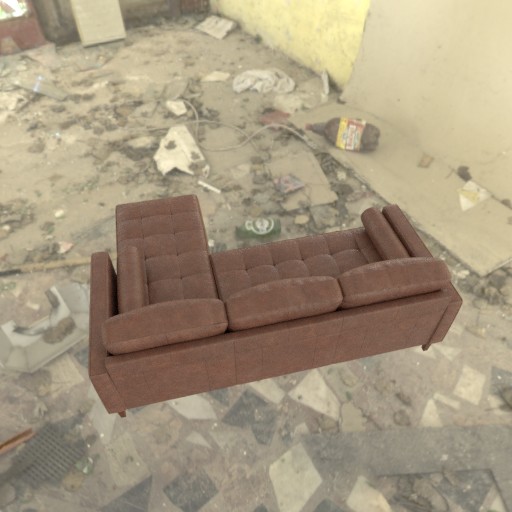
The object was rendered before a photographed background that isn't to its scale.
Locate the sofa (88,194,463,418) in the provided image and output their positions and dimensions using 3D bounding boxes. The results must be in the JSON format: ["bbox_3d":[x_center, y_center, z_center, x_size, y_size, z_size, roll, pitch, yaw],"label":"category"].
[{"bbox_3d":[0.000,0.000,3.100,2.185,0.841,1.613,-10,48,-9],"label":"sofa"}]
